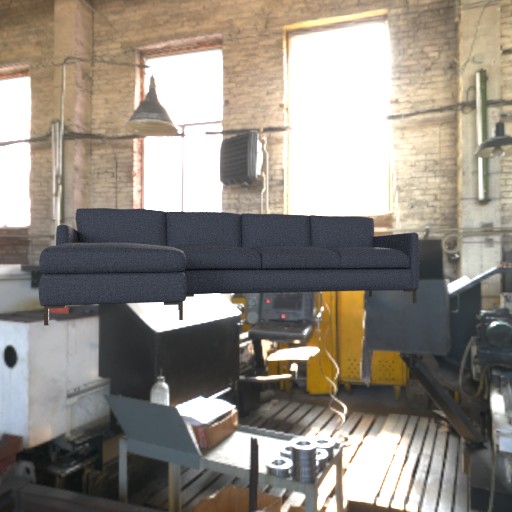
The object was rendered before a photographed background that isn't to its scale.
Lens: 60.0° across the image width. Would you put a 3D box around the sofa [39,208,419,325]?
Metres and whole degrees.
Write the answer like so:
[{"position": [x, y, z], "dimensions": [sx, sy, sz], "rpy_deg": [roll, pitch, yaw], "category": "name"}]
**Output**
[{"position": [0.000, 0.000, 2.927], "dimensions": [2.445, 0.673, 1.125], "rpy_deg": [0, -1, -17], "category": "sofa"}]
